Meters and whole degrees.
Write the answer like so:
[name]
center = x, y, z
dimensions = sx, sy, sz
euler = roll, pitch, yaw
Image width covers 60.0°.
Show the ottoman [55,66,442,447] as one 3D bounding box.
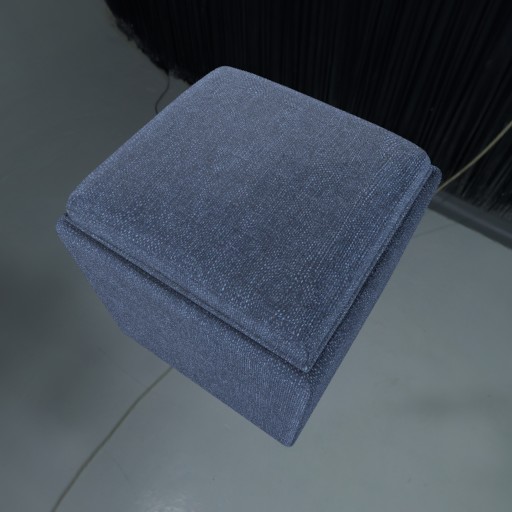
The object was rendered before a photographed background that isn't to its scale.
[ottoman]
center = 0.000, 0.000, 0.837
dimensions = 0.454, 0.493, 0.436
euler = 30, 63, 17
